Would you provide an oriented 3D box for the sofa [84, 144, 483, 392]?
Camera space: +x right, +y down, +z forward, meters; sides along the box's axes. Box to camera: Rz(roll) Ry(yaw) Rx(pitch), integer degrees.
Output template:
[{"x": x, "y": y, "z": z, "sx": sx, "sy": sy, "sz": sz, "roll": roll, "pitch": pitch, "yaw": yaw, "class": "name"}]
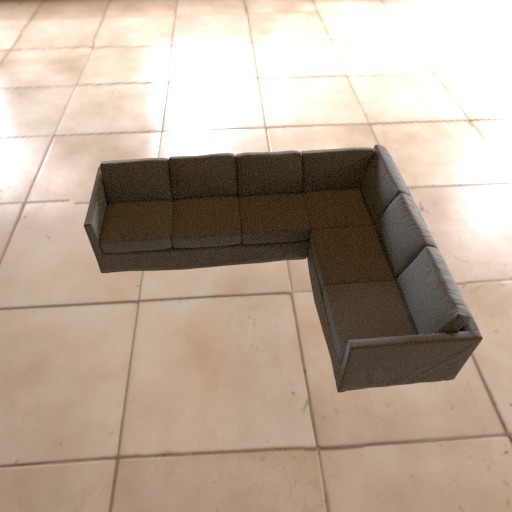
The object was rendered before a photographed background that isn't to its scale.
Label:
[{"x": 0.000, "y": 0.000, "z": 4.181, "sx": 3.182, "sy": 0.871, "sz": 2.432, "roll": -4, "pitch": 48, "yaw": -3, "class": "sofa"}]
